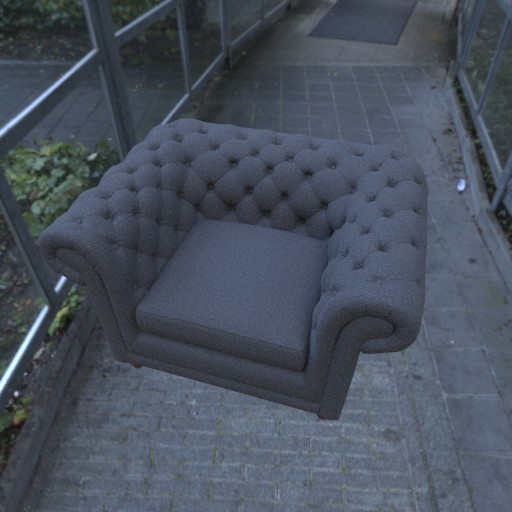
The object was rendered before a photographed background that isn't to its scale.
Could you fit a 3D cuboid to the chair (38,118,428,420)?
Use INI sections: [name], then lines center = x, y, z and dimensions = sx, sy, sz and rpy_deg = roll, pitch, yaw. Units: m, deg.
[chair]
center = 0.000, 0.000, 1.877
dimensions = 1.270, 0.770, 0.976
rpy_deg = 11, 43, 13
